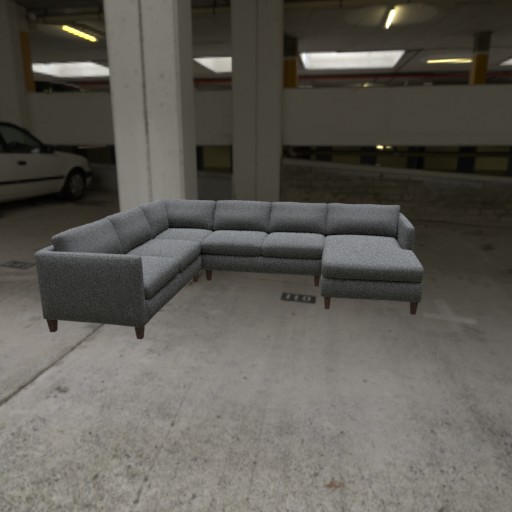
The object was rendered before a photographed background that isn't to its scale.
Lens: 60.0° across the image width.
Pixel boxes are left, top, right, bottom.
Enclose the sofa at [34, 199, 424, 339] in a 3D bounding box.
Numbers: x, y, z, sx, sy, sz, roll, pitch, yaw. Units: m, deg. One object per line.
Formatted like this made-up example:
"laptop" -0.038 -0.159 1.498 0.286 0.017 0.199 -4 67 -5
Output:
"sofa" 0.000 0.000 4.550 3.238 0.853 2.551 3 15 10
